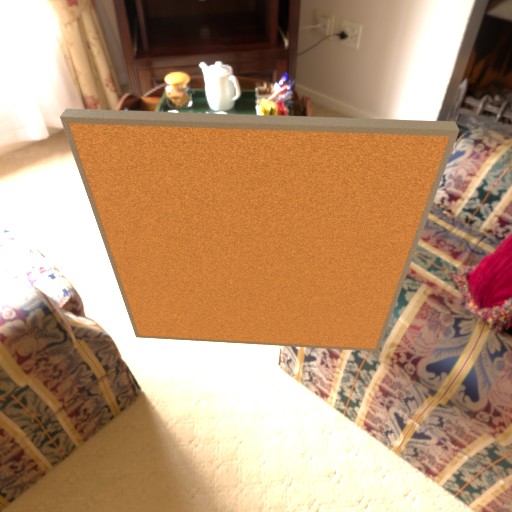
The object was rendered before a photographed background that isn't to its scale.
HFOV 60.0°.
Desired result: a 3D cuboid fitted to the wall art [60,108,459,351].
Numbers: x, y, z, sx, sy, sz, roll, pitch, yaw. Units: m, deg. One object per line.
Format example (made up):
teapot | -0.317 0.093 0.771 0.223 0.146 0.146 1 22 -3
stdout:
wall art | 0.000 0.000 1.197 0.809 0.807 0.038 3 46 3
